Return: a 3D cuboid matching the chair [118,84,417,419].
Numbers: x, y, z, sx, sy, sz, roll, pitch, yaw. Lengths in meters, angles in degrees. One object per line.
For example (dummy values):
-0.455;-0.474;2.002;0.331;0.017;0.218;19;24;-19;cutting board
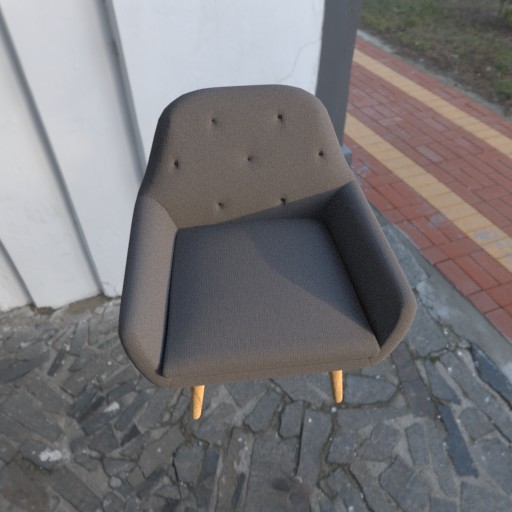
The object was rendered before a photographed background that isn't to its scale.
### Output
0.000;0.000;1.430;0.770;0.800;0.779;-5;45;-5;chair
